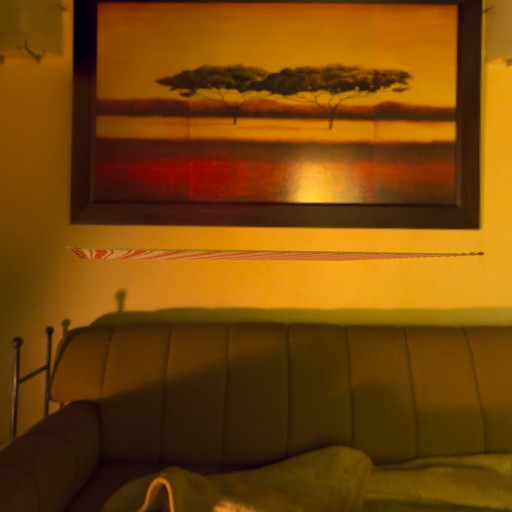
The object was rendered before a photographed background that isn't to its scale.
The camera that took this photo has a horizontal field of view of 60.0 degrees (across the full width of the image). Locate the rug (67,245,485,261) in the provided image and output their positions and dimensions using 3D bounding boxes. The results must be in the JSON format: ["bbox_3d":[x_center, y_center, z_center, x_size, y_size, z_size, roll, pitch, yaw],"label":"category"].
[{"bbox_3d":[0.000,0.000,4.448,3.369,0.035,2.451,1,-2,-20],"label":"rug"}]
